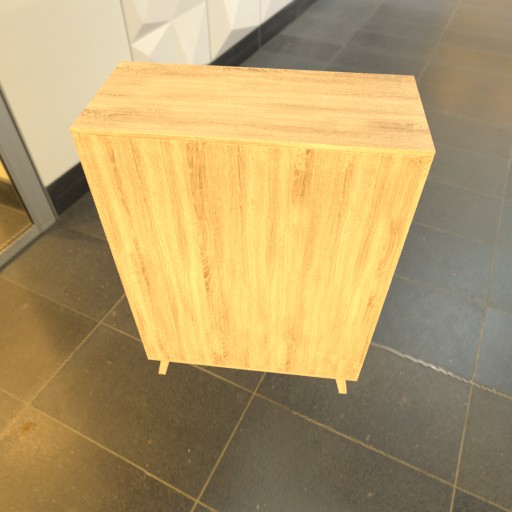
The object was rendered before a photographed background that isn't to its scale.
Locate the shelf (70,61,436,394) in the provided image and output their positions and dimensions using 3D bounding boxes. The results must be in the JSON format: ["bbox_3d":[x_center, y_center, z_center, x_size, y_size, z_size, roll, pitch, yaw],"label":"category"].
[{"bbox_3d":[0.000,0.000,1.858,1.000,1.390,0.450,5,47,5],"label":"shelf"}]
